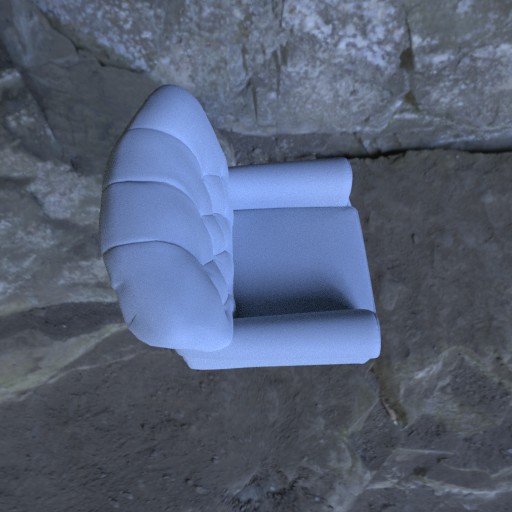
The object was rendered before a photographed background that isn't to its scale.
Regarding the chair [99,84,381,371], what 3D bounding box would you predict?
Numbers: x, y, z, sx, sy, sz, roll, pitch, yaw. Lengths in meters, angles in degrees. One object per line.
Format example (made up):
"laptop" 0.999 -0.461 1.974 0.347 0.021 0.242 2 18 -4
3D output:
"chair" 0.000 0.000 2.079 1.128 1.217 1.090 -3 64 -1
